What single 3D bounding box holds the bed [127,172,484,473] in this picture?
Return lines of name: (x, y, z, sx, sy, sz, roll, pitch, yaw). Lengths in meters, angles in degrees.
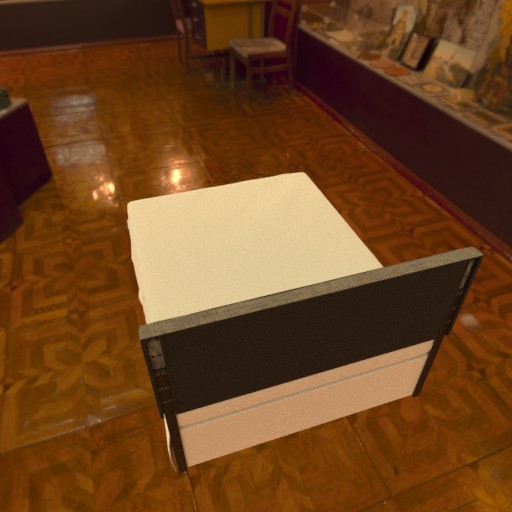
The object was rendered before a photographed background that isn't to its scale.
bed: (0.000, 0.000, 2.944, 1.621, 1.168, 1.958, -12, 42, -14)
